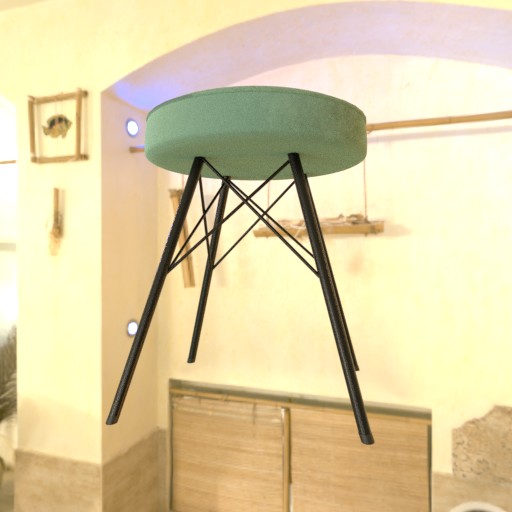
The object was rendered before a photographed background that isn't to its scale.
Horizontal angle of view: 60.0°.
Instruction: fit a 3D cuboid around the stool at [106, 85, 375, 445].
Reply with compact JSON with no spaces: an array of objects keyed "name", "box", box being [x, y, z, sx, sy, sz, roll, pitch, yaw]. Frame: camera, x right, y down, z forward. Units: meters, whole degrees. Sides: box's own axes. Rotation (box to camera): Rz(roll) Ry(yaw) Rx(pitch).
[{"name":"stool","box":[0.000,0.000,0.841,0.458,0.519,0.457,0,1,19]}]
